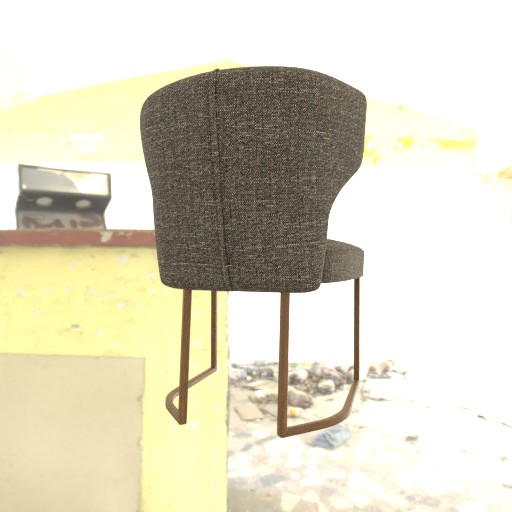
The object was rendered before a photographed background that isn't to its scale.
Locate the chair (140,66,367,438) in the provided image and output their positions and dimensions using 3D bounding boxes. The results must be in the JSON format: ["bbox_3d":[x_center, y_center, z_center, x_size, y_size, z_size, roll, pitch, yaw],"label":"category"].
[{"bbox_3d":[0.000,0.000,1.234,0.611,0.824,0.617,0,0,18],"label":"chair"}]
